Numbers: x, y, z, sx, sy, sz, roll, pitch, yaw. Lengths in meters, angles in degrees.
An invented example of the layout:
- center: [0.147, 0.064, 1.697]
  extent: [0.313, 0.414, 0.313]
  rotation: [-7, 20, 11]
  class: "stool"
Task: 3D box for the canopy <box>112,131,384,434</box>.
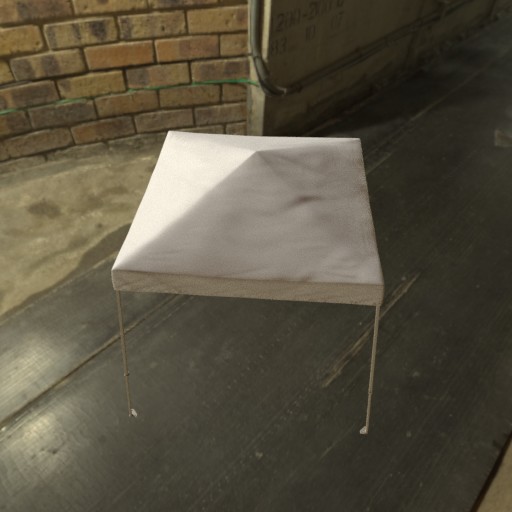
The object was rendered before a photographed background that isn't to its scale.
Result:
- center: [0.000, 0.000, 6.623]
  extent: [3.600, 3.600, 3.599]
  rotation: [3, 46, 3]
  class: "canopy"
